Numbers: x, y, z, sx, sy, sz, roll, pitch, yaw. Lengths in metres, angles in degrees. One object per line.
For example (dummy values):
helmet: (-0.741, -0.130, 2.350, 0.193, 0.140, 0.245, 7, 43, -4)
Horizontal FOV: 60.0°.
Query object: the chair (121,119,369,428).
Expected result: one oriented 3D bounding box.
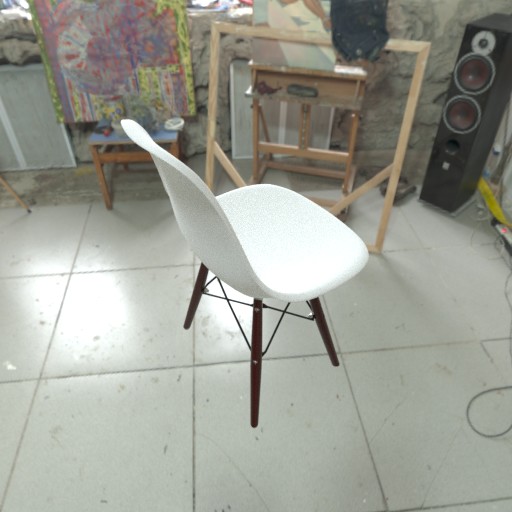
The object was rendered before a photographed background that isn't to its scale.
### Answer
chair: (0.000, 0.000, 1.163, 0.533, 0.826, 0.470, -25, 48, -26)
